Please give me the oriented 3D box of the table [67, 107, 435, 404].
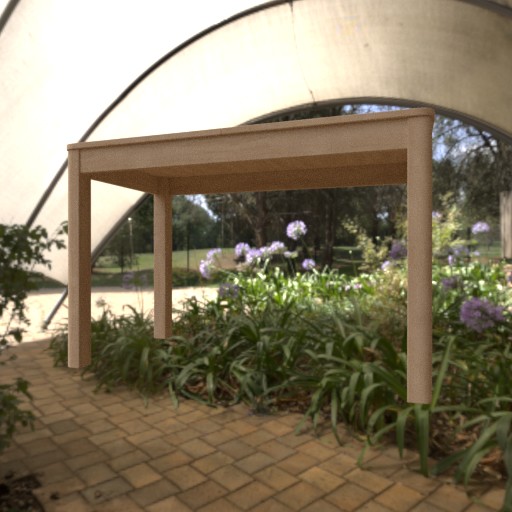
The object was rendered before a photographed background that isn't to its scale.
[{"bbox_3d":[0.000,0.000,1.911,1.400,0.900,0.750,0,0,19],"label":"table"}]
